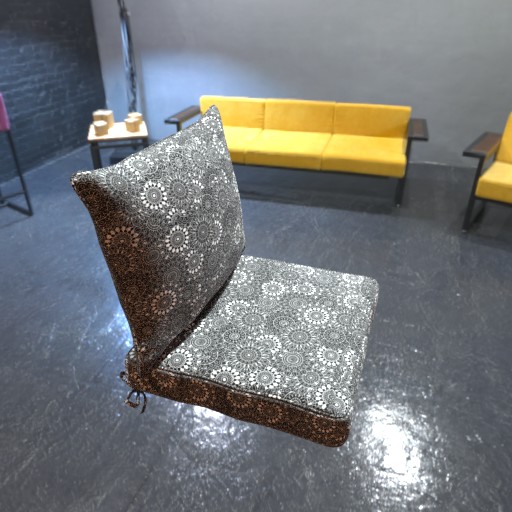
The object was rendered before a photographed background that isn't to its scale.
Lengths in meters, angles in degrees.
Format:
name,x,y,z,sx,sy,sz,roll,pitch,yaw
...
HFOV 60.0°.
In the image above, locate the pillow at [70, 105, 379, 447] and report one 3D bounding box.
name,x,y,z,sx,sy,sz,roll,pitch,yaw
pillow,0.000,0.000,1.358,0.740,0.722,0.798,10,32,17
